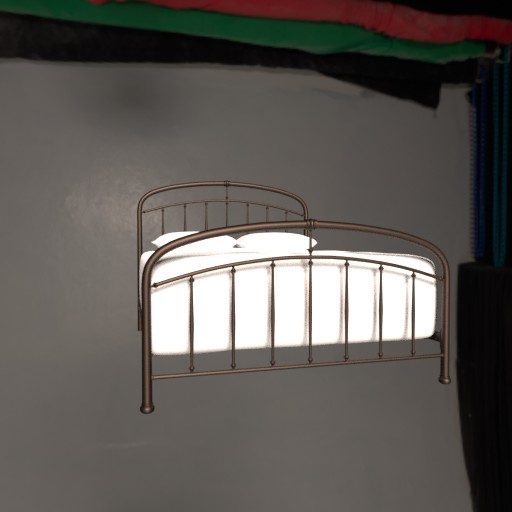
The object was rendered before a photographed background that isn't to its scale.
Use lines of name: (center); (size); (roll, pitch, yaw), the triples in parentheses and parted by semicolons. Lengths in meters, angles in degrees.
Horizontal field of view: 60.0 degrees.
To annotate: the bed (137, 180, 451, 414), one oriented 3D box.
bed: (0.000, 0.000, 3.305); (1.711, 1.425, 2.180); (0, 1, -15)
